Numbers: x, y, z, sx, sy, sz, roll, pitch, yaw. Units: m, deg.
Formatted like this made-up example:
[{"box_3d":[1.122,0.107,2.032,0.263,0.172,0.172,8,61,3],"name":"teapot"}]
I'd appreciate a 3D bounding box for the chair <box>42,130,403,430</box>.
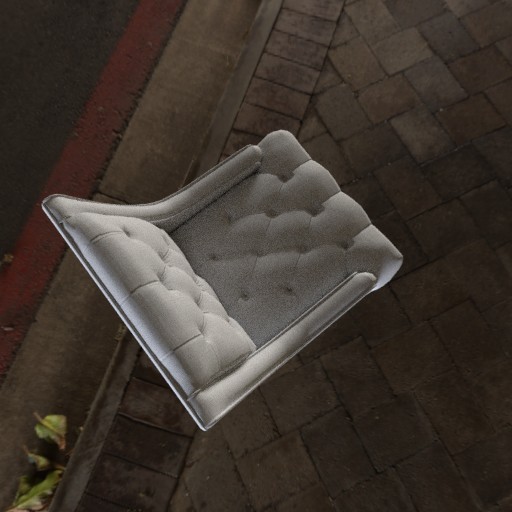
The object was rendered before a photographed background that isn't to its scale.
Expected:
[{"box_3d":[0.000,0.000,1.425,0.772,0.891,0.658,-38,78,-10],"name":"chair"}]
